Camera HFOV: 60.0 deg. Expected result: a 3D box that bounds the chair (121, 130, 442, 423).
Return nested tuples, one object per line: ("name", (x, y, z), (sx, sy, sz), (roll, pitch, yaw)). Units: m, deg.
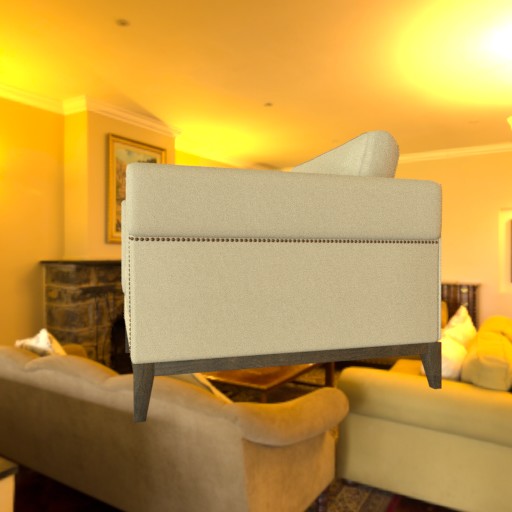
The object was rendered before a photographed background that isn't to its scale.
("chair", (0.000, 0.000, 1.669), (0.959, 0.838, 0.914), (0, 0, -18))
